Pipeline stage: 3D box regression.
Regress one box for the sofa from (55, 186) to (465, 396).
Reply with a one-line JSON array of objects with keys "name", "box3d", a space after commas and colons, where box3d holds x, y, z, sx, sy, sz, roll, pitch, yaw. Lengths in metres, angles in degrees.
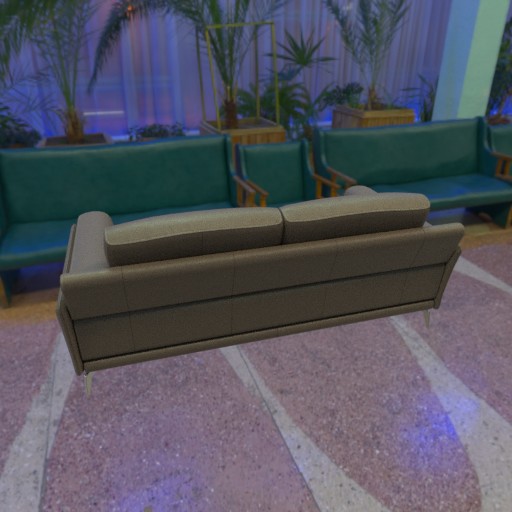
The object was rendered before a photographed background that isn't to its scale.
[{"name": "sofa", "box3d": [0.000, 0.000, 2.640, 2.101, 0.930, 1.049, -8, 28, -15]}]
